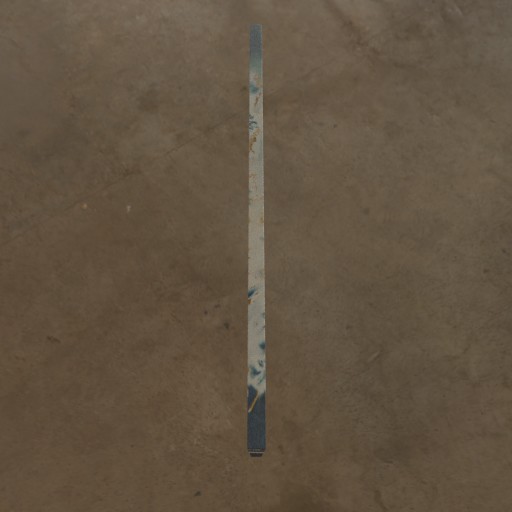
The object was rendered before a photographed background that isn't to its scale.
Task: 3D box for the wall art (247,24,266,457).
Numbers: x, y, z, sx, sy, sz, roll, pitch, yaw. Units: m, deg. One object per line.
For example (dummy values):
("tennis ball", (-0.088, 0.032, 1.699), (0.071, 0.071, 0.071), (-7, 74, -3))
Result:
("wall art", (0.000, 0.000, 1.395), (0.035, 0.759, 1.138), (0, 65, 0))
